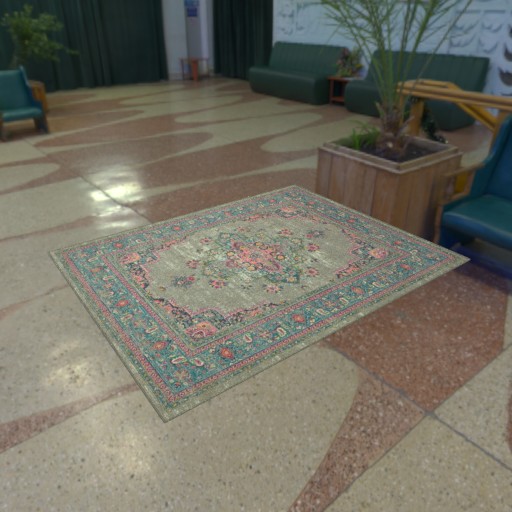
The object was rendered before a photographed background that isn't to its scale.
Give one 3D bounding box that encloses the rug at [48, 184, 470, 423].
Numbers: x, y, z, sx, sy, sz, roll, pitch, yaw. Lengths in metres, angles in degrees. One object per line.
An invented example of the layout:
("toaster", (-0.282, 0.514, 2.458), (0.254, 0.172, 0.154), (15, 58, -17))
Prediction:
("rug", (0.000, 0.000, 4.082), (3.057, 0.013, 2.434), (-20, 35, -31))
